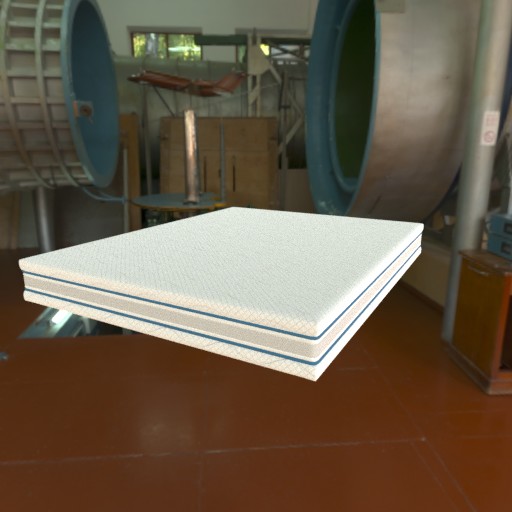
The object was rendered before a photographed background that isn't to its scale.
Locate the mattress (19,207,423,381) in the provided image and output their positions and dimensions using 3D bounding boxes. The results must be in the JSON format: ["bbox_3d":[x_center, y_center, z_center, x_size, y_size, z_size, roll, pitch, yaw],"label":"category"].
[{"bbox_3d":[0.000,0.000,2.698,1.600,0.230,2.000,8,17,28],"label":"mattress"}]
